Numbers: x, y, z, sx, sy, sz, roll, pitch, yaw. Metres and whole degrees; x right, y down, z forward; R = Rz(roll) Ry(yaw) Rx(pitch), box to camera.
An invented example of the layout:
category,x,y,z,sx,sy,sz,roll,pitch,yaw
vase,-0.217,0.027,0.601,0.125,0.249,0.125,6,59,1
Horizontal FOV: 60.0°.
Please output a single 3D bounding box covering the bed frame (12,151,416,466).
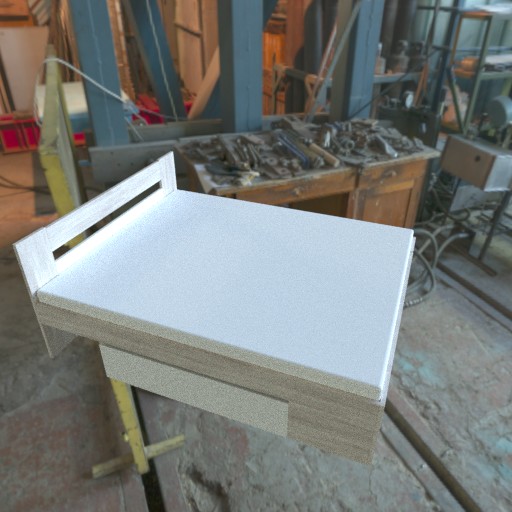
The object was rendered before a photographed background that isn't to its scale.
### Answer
category,x,y,z,sx,sy,sz,roll,pitch,yaw
bed frame,0.000,0.000,3.127,2.050,0.860,2.040,12,34,18
